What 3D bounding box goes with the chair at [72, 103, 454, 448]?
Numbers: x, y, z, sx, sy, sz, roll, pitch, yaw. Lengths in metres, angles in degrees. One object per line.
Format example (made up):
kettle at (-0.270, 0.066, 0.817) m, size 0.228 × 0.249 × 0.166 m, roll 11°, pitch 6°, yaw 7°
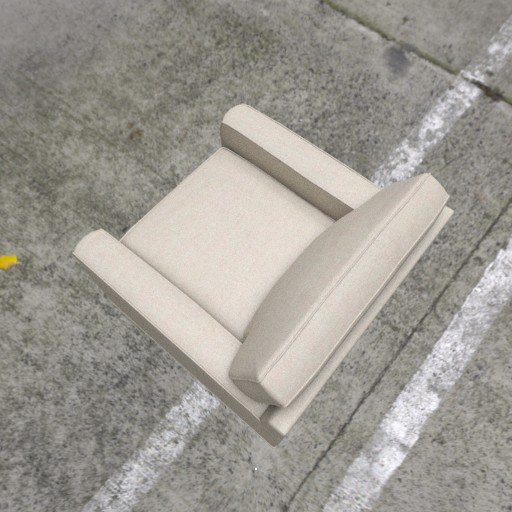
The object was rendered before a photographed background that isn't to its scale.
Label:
chair at (0.000, 0.000, 1.824) m, size 1.043 × 0.913 × 0.998 m, roll 37°, pitch 70°, yaw 16°
